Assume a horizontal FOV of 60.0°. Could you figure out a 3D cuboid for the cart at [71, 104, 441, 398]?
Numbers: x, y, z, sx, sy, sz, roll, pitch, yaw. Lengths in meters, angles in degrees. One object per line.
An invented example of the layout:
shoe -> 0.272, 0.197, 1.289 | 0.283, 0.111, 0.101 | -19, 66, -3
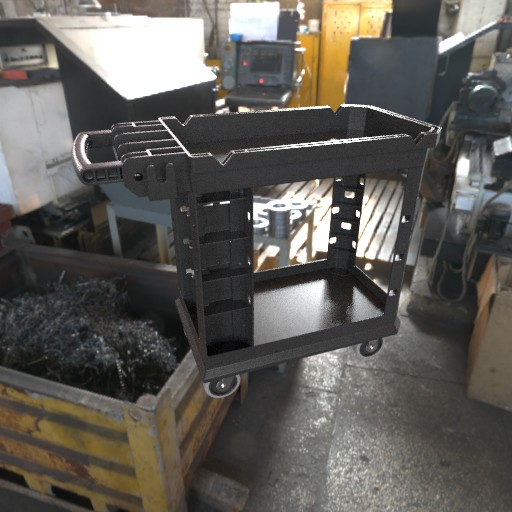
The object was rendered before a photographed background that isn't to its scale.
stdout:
cart -> 0.000, 0.000, 1.551 | 1.061, 0.884, 0.497 | -10, 30, -17
